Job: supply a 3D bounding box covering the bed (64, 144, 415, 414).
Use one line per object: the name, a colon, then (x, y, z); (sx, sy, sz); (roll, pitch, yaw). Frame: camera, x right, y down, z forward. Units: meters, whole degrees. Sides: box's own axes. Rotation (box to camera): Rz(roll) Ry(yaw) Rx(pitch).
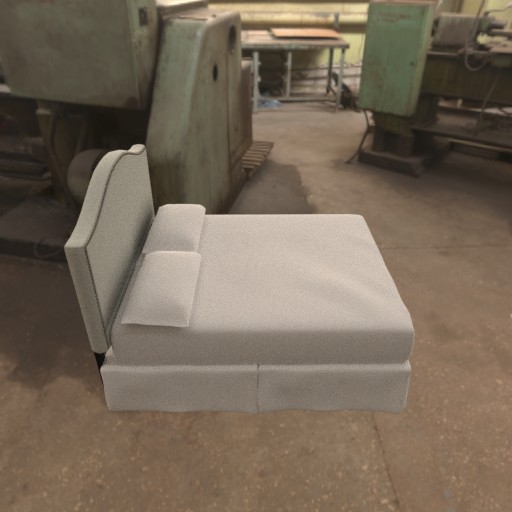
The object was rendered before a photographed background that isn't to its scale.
bed: (0.000, 0.000, 3.496); (2.180, 1.607, 1.813); (0, 33, 0)
